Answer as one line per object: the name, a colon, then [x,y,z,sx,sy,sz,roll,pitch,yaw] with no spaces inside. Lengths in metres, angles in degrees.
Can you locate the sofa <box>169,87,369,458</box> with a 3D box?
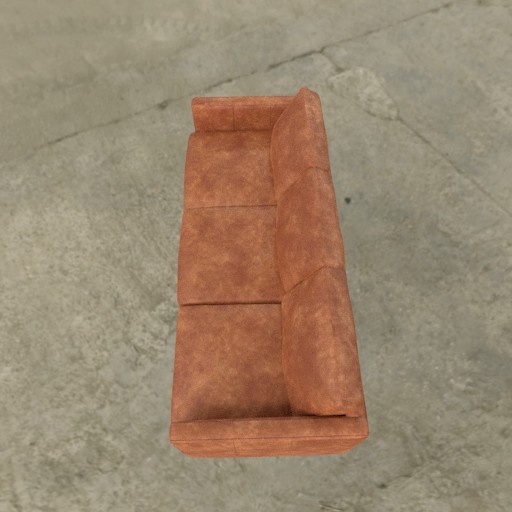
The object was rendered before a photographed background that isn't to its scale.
sofa: [0.000,0.000,3.014,1.045,1.006,2.464,-1,60,-1]
